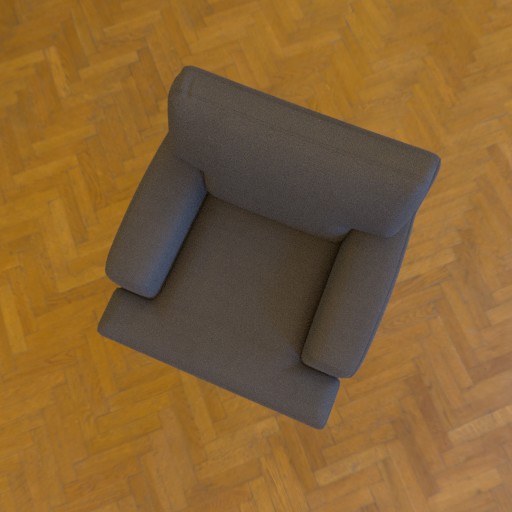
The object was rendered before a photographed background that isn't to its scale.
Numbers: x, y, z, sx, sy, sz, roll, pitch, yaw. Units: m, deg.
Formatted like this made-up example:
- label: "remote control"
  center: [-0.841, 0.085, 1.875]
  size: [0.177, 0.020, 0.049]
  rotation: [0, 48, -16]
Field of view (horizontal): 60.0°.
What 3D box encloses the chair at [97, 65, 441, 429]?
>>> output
- label: "chair"
  center: [0.000, 0.000, 1.927]
  size: [1.168, 0.940, 1.143]
  rotation: [22, 77, 5]
